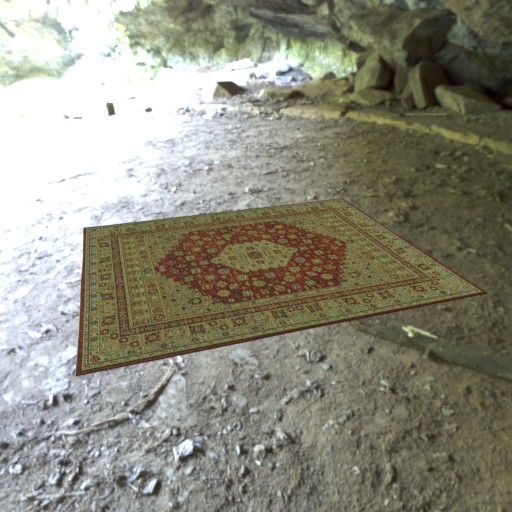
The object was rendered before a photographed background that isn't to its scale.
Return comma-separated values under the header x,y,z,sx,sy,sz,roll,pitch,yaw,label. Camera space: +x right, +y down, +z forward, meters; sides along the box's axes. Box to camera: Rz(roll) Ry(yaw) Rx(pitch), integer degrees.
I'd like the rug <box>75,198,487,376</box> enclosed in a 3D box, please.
x,y,z,sx,sy,sz,roll,pitch,yaw,label
0.000,0.000,4.080,3.053,0.013,2.387,-8,28,-16,rug
